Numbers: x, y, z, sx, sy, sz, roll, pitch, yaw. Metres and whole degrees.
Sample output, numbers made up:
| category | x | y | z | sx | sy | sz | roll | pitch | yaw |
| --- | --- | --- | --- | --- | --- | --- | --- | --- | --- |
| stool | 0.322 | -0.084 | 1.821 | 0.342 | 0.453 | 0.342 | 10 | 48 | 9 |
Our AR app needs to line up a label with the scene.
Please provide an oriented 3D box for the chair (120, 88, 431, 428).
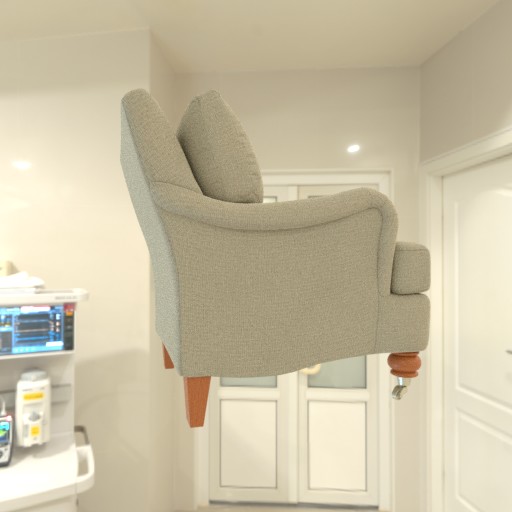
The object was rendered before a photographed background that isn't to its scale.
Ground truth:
| category | x | y | z | sx | sy | sz | roll | pitch | yaw |
| --- | --- | --- | --- | --- | --- | --- | --- | --- | --- |
| chair | 0.000 | 0.000 | 1.823 | 1.070 | 1.038 | 0.955 | 0 | -1 | -17 |
